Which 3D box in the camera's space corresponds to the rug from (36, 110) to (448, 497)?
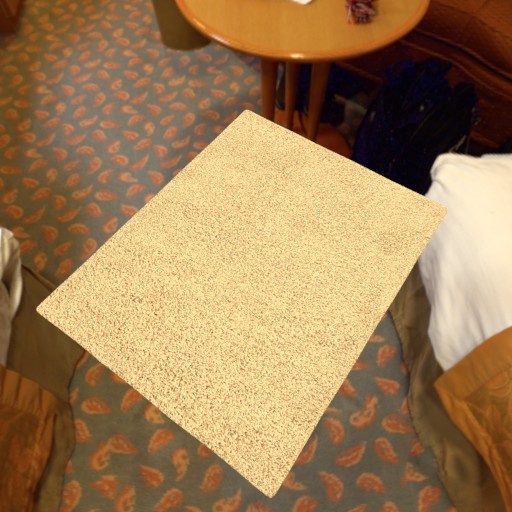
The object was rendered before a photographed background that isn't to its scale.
[{"bbox_3d":[0.000,0.000,4.037,2.438,0.029,3.047,31,64,17],"label":"rug"}]
